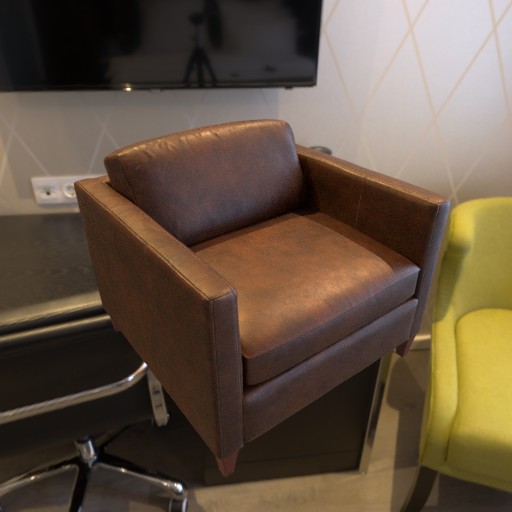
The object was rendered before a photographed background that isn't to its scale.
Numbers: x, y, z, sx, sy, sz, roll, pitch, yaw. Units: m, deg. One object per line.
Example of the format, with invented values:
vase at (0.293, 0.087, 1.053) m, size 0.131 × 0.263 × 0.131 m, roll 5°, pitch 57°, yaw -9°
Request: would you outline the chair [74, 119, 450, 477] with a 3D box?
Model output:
chair at (0.000, 0.000, 1.711) m, size 0.990 × 0.864 × 0.975 m, roll -21°, pitch 36°, yaw -31°
